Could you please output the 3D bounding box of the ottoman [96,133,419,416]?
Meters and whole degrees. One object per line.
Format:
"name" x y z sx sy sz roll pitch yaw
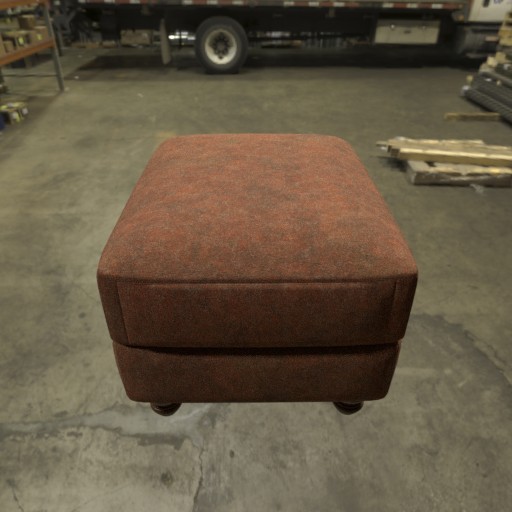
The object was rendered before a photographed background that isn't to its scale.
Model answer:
"ottoman" 0.000 0.000 1.186 0.635 0.508 0.787 0 33 0
